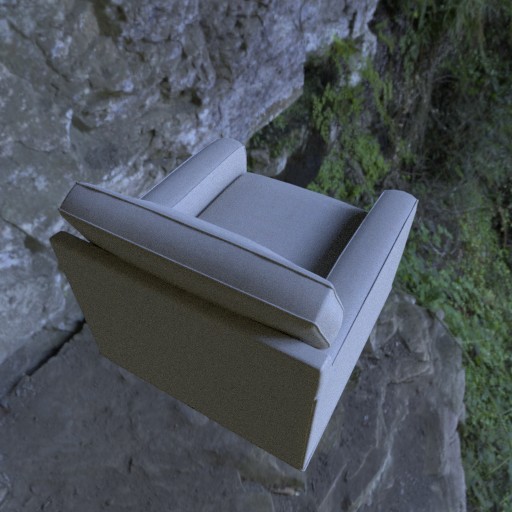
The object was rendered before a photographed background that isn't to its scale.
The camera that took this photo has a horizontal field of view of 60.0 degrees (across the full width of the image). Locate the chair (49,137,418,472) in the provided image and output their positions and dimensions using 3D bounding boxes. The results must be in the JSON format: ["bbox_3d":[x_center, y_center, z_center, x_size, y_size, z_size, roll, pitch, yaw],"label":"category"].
[{"bbox_3d":[0.000,0.000,1.800,0.998,0.913,1.043,22,49,21],"label":"chair"}]
